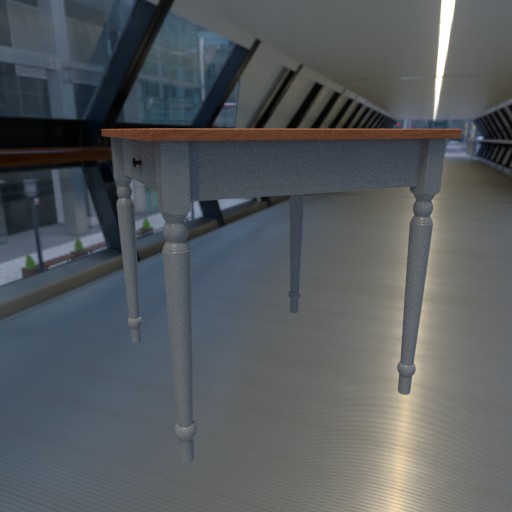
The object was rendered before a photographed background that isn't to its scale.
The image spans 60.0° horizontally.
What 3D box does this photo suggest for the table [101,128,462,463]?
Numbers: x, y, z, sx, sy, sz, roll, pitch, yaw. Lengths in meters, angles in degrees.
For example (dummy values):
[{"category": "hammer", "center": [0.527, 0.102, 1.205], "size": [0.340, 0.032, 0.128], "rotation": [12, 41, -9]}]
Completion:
[{"category": "table", "center": [0.000, 0.000, 1.342], "size": [0.747, 0.738, 0.747], "rotation": [-7, 17, -24]}]
